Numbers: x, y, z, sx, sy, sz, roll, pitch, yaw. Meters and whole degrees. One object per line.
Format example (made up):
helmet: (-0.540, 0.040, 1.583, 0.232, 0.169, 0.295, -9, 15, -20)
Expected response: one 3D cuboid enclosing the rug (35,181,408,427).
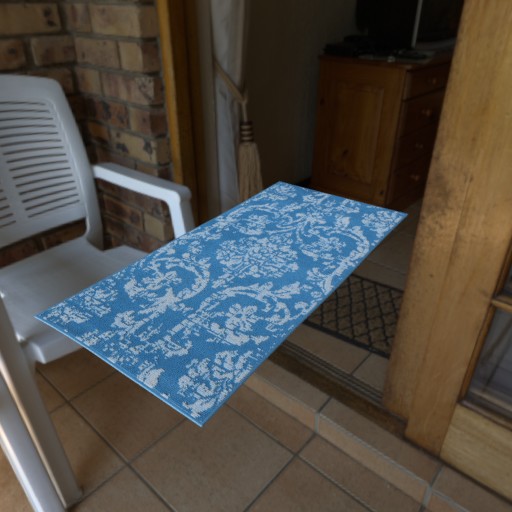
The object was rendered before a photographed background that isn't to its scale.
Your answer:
rug: (0.000, 0.000, 1.468, 0.604, 0.007, 1.219, 20, 36, 30)
